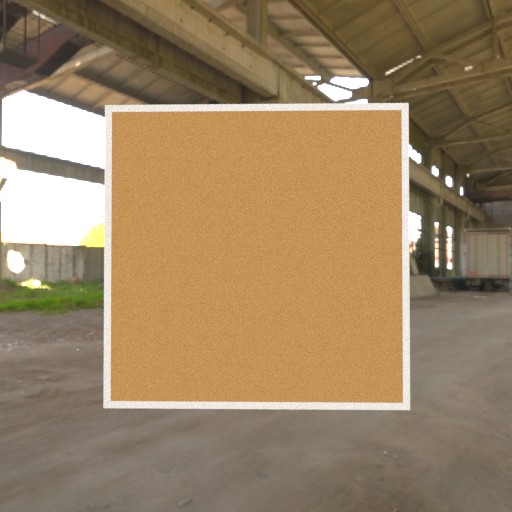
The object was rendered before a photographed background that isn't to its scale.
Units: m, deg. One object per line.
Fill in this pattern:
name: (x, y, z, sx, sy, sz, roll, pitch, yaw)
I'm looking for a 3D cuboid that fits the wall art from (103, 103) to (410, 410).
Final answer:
wall art: (0.000, 0.000, 0.454, 0.304, 0.304, 0.024, 0, -1, 1)
